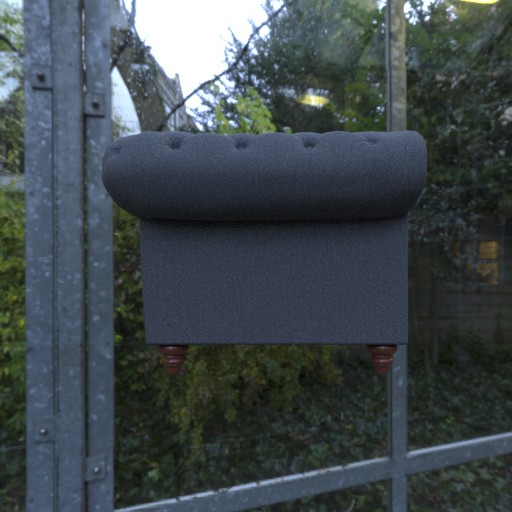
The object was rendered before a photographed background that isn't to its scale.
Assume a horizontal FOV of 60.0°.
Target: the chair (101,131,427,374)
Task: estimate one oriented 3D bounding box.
[{"bbox_3d":[0.000,0.000,1.861,0.976,0.770,1.270,0,-1,0],"label":"chair"}]
